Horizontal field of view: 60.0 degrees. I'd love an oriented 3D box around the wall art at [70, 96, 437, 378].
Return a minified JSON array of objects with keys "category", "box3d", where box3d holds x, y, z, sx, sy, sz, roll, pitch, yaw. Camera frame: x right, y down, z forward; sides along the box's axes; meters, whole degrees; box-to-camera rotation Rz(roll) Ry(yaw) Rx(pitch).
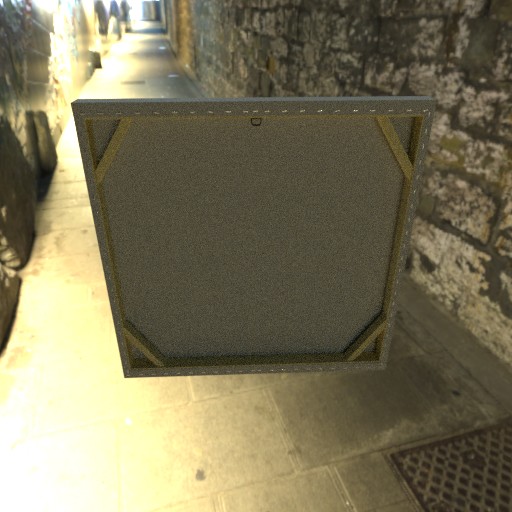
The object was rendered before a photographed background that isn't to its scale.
[{"category":"wall art","box3d":[0.000,0.000,0.902,0.610,0.610,0.038,-1,29,-2]}]
